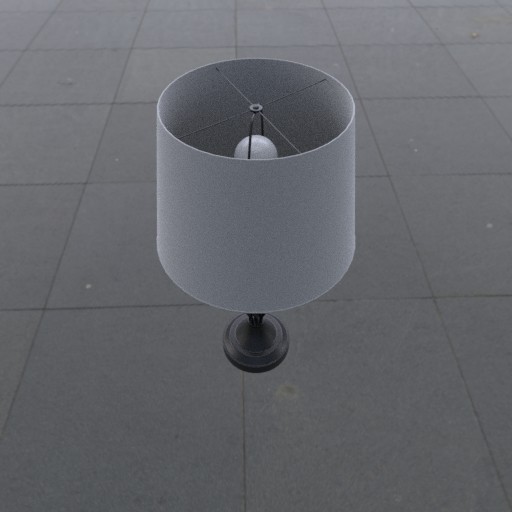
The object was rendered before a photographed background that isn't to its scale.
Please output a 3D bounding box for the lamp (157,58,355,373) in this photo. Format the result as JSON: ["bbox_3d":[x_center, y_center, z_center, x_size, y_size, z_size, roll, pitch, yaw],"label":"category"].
[{"bbox_3d":[0.000,0.000,0.790,0.331,0.594,0.331,0,48,0],"label":"lamp"}]
